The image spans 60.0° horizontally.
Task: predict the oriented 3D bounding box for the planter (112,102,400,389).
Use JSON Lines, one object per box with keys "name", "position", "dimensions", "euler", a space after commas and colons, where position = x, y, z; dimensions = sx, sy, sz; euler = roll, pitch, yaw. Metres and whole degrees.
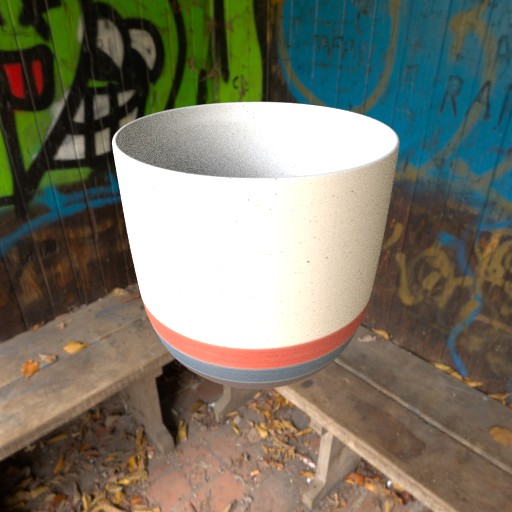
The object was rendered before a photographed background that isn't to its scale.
{"name": "planter", "position": [0.000, 0.000, 0.379], "dimensions": [0.204, 0.214, 0.204], "euler": [0, 30, 0]}
